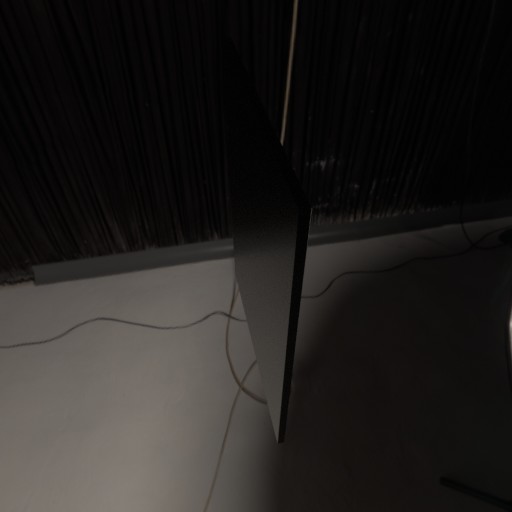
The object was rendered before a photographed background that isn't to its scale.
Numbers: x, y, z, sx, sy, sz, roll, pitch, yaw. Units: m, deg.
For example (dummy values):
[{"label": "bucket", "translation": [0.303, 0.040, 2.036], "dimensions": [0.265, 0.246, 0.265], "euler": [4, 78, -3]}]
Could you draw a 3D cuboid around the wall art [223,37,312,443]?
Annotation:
[{"label": "wall art", "translation": [0.000, 0.000, 0.785], "dimensions": [0.013, 0.582, 0.442], "euler": [-9, 47, -9]}]
